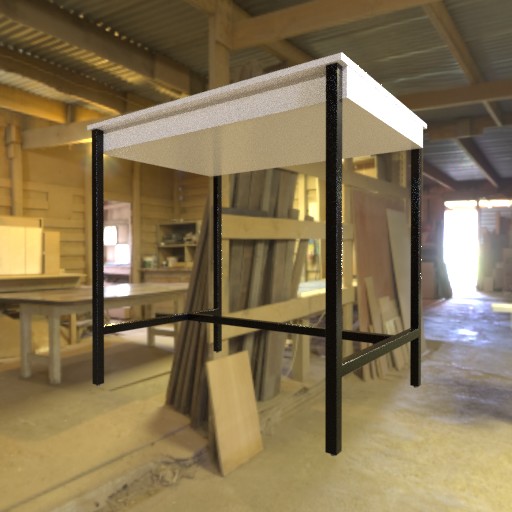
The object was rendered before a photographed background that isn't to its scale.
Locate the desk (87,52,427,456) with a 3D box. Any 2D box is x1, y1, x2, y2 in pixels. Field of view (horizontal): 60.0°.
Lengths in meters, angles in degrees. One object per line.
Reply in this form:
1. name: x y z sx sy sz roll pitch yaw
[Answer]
1. desk: 0.000 0.000 1.299 0.811 0.766 0.573 0 1 36
